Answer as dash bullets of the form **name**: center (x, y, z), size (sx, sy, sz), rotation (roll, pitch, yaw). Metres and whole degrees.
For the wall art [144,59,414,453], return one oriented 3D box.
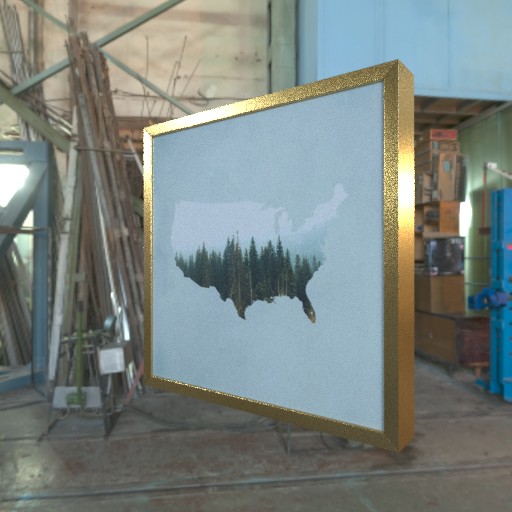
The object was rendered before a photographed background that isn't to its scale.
- **wall art**: center (0.000, 0.000, 0.449), size (0.304, 0.304, 0.038), rotation (0, 0, 37)
